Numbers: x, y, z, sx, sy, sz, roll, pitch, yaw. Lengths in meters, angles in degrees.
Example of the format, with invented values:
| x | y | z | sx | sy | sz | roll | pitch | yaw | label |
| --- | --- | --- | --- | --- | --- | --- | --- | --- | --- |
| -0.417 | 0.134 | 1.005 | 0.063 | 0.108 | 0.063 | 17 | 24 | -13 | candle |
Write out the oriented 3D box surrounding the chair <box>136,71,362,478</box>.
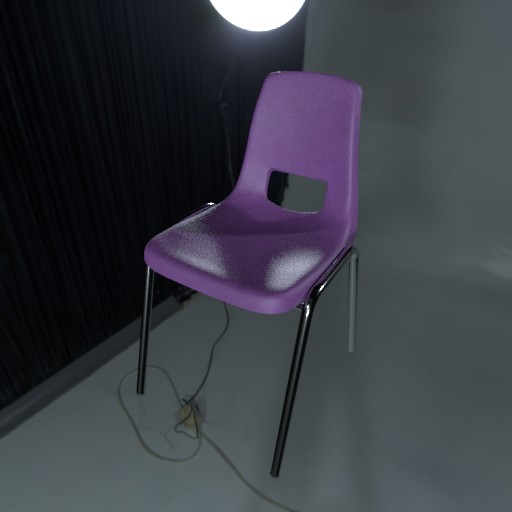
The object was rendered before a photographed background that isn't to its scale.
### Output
| x | y | z | sx | sy | sz | roll | pitch | yaw | label |
| --- | --- | --- | --- | --- | --- | --- | --- | --- | --- |
| 0.000 | 0.000 | 0.911 | 0.381 | 0.654 | 0.432 | 19 | 36 | 28 | chair |
